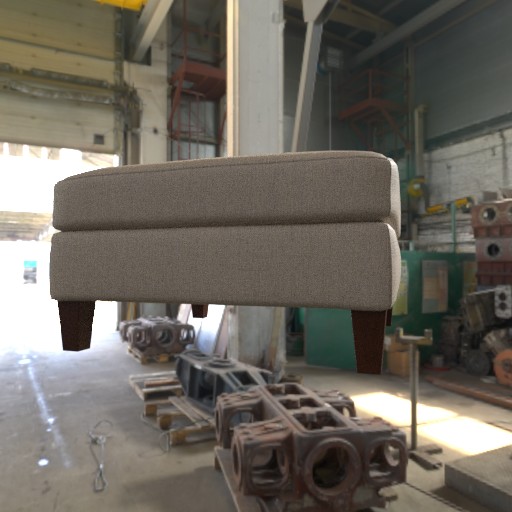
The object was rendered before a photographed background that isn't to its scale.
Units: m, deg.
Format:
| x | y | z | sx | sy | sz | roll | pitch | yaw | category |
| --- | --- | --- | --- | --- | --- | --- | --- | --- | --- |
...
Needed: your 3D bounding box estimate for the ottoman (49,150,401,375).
| x | y | z | sx | sy | sz | roll | pitch | yaw | category |
| --- | --- | --- | --- | --- | --- | --- | --- | --- | --- |
| 0.000 | 0.000 | 1.351 | 0.838 | 0.481 | 0.838 | 0 | -1 | 18 | ottoman |
